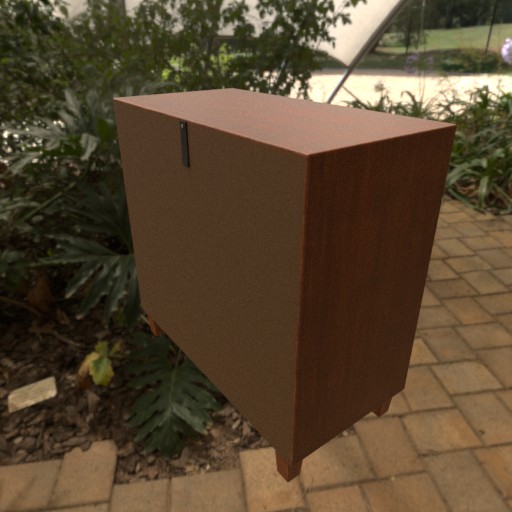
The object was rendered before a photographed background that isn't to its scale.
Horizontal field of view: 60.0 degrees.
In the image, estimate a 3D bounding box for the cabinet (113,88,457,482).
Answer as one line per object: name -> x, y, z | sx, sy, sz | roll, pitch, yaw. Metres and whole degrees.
cabinet -> 0.000, 0.000, 1.233 | 0.412, 0.785, 0.796 | -19, 32, -32
